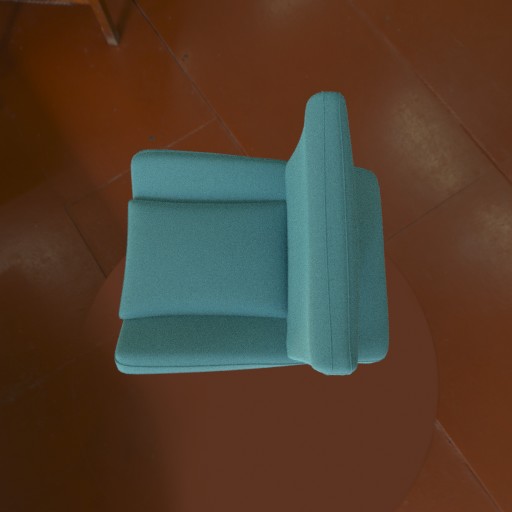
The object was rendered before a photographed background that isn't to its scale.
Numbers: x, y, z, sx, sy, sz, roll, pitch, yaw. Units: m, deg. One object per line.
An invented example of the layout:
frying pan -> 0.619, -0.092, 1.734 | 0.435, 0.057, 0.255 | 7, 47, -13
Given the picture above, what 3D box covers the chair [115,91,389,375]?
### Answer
chair -> 0.000, 0.000, 1.653 | 1.008, 0.855, 0.859 | 1, 76, 0
